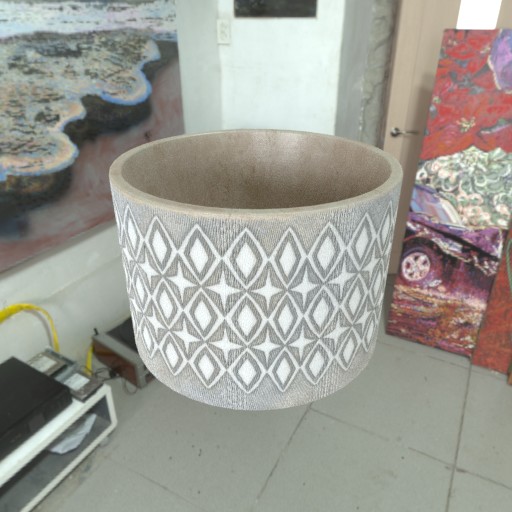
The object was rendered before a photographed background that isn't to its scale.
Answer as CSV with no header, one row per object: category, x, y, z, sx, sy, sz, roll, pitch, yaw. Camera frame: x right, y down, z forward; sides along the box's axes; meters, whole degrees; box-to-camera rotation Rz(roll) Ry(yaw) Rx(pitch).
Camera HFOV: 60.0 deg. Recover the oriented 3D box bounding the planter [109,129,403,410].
planter,0.000,0.000,0.287,0.164,0.127,0.164,0,28,0
